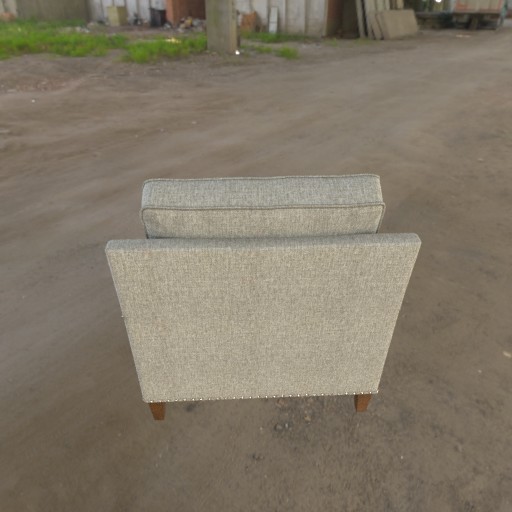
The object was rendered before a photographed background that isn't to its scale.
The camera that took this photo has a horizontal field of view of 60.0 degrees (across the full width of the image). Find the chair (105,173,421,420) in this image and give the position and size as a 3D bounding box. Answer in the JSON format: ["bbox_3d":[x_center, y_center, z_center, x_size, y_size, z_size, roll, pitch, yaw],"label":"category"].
[{"bbox_3d":[0.000,0.000,1.769,0.853,0.943,1.014,-1,31,-2],"label":"chair"}]
